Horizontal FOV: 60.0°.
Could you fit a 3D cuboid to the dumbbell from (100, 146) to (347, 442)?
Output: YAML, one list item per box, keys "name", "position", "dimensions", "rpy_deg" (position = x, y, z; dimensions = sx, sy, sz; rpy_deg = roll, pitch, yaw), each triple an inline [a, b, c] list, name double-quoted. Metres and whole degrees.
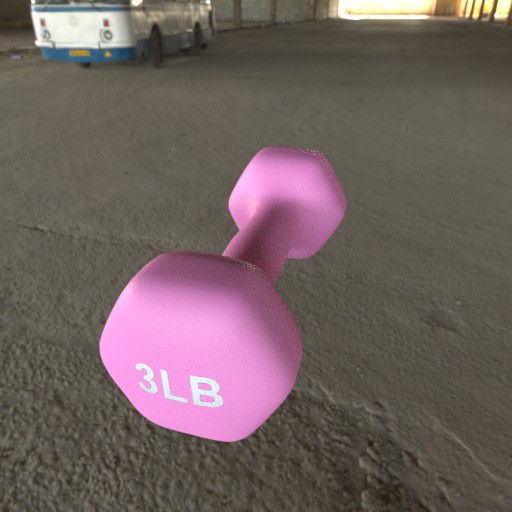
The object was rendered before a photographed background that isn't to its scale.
- name: "dumbbell"
  position: [0.000, 0.000, 0.191]
  dimensions: [0.064, 0.058, 0.159]
  rpy_deg: [9, 31, 15]
